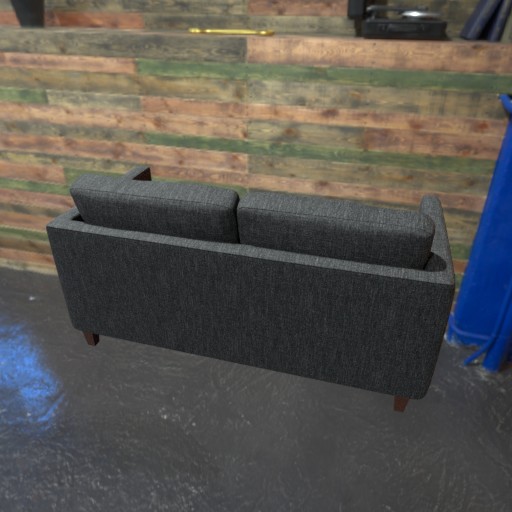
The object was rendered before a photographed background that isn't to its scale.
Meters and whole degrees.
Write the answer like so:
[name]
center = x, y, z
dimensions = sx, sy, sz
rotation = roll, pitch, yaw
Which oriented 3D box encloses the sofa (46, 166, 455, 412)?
[sofa]
center = 0.000, 0.000, 2.428
dimensions = 1.884, 0.963, 0.950
rotation = 8, 31, 14
